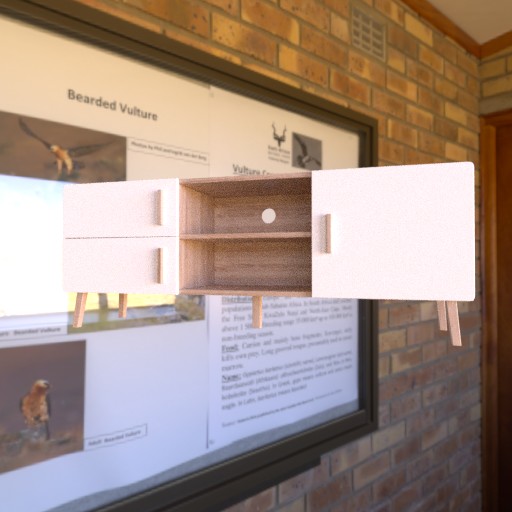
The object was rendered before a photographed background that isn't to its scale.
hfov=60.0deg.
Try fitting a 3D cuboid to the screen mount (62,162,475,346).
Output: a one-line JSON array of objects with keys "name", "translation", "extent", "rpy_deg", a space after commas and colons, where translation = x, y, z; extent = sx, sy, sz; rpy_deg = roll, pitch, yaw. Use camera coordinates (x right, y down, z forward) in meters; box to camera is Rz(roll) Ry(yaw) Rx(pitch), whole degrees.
[{"name": "screen mount", "translation": [0.000, 0.000, 1.745], "extent": [1.500, 0.570, 0.420], "rpy_deg": [0, -1, 16]}]
